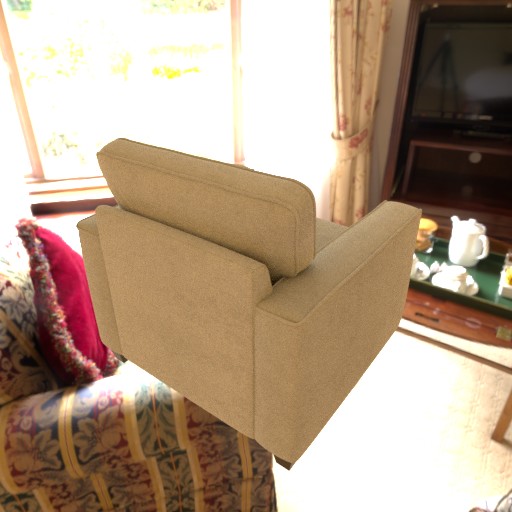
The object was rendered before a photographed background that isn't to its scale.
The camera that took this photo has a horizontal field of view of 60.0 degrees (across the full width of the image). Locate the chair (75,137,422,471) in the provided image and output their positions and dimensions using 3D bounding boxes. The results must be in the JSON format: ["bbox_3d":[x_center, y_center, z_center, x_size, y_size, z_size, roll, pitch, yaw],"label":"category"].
[{"bbox_3d":[0.000,0.000,1.777,1.015,0.965,0.939,20,35,31],"label":"chair"}]
